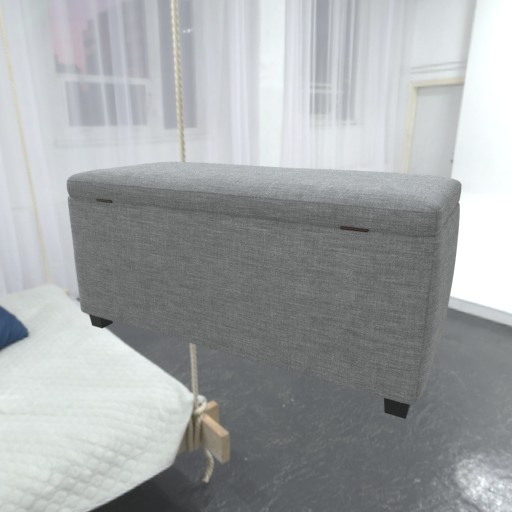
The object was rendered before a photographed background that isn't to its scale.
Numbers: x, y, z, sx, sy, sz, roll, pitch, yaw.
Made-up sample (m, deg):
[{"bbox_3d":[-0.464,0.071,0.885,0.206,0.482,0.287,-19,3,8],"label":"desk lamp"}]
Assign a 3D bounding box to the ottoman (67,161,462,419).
[{"bbox_3d":[0.000,0.000,1.122,0.902,0.432,0.419,9,19,27],"label":"ottoman"}]
